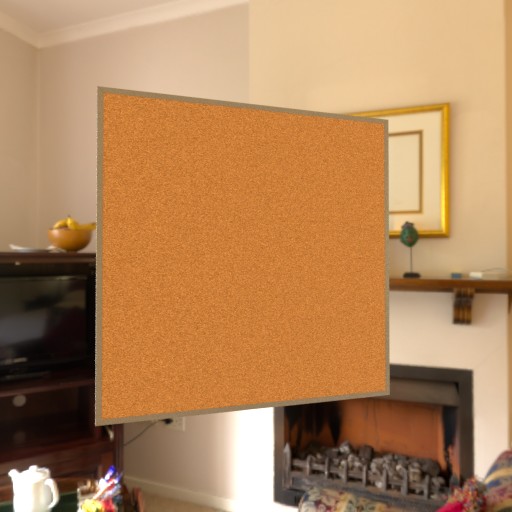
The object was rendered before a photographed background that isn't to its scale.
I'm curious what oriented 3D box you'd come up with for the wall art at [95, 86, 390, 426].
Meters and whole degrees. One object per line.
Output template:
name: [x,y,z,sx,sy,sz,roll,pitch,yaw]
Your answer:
wall art: [0.000,0.000,1.194,0.809,0.807,0.038,0,-1,-18]
